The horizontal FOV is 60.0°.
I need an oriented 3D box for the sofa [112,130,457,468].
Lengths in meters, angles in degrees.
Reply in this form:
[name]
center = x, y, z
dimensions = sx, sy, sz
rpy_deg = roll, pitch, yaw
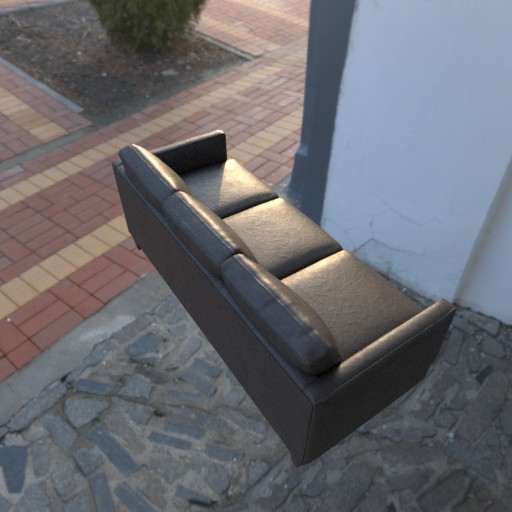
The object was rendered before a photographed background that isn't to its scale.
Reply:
[sofa]
center = 0.000, 0.000, 3.075
dimensions = 1.045, 1.006, 2.464
rpy_deg = -25, 48, -24
